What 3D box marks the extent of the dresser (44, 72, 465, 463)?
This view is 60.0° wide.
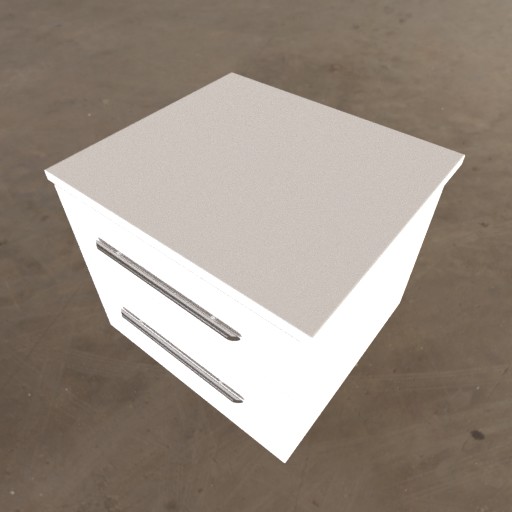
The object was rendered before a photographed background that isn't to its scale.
[{"bbox_3d":[0.000,0.000,0.733,0.430,0.360,0.400,30,53,26],"label":"dresser"}]
